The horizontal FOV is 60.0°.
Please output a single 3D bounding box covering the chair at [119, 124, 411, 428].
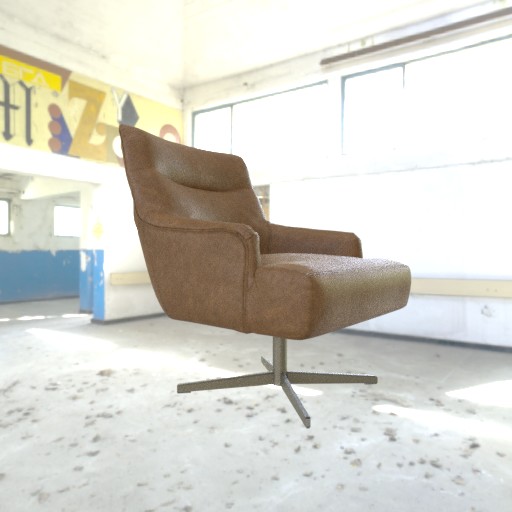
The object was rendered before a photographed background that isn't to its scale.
[{"bbox_3d":[0.000,0.000,1.511,0.874,0.869,0.729,1,1,36],"label":"chair"}]
